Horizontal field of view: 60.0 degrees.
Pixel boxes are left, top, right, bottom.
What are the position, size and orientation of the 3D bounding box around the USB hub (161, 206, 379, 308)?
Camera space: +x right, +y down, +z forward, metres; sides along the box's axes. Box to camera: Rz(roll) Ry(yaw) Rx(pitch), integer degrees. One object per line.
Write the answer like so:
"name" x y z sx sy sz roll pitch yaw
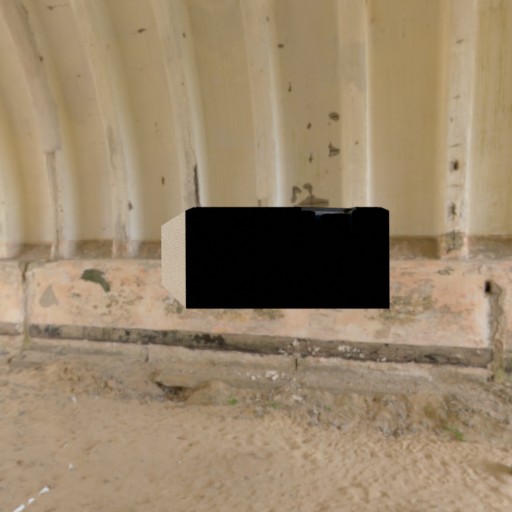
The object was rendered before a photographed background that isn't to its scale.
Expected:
"USB hub" 0.000 0.000 0.124 0.044 0.023 0.110 0 1 -16
